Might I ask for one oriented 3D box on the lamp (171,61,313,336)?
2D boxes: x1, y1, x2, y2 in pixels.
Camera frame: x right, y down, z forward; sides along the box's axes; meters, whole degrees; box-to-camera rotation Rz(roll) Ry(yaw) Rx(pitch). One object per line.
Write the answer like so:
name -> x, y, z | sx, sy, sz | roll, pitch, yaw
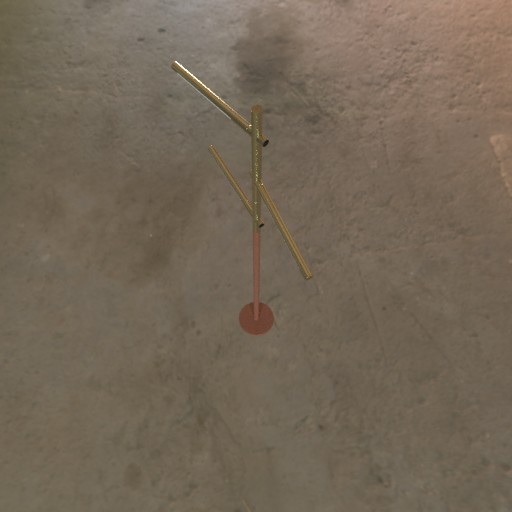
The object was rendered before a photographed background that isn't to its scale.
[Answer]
lamp -> 0.000, 0.000, 1.899 | 0.209, 1.704, 0.737 | -34, 68, -15
